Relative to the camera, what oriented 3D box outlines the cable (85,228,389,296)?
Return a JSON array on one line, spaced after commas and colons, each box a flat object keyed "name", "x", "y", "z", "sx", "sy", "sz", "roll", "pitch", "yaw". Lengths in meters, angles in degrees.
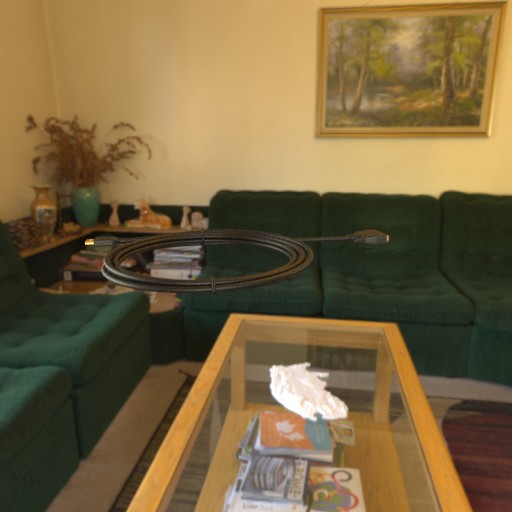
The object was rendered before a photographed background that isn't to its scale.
[{"name": "cable", "x": 0.000, "y": 0.000, "z": 0.522, "sx": 0.422, "sy": 0.030, "sz": 0.257, "roll": -2, "pitch": 15, "yaw": -9}]
